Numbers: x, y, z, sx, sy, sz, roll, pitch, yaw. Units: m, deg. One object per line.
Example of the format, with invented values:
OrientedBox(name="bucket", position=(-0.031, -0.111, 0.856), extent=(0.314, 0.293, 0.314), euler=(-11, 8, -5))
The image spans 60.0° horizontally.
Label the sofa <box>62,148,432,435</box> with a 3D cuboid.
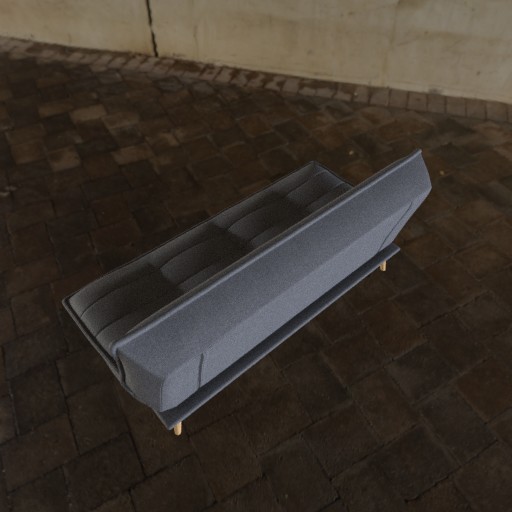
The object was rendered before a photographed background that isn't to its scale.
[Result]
OrientedBox(name="sofa", position=(0.000, 0.000, 2.511), extent=(1.940, 0.890, 0.950), euler=(-33, 55, -27))
